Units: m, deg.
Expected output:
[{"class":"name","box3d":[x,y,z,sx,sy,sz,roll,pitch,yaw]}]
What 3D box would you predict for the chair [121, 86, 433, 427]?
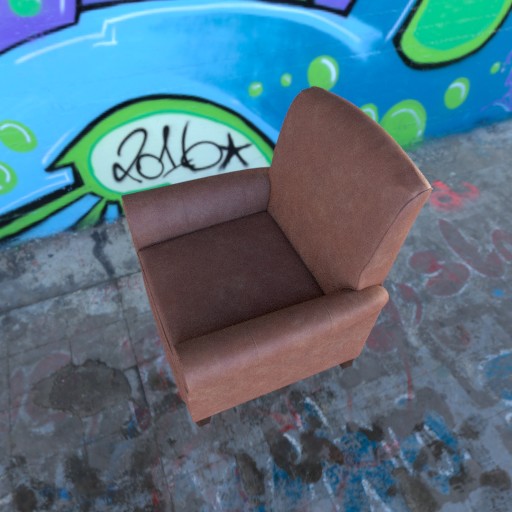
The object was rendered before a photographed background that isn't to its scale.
[{"class":"chair","box3d":[0.000,0.000,1.805,0.902,1.061,0.978,-17,49,-16]}]
